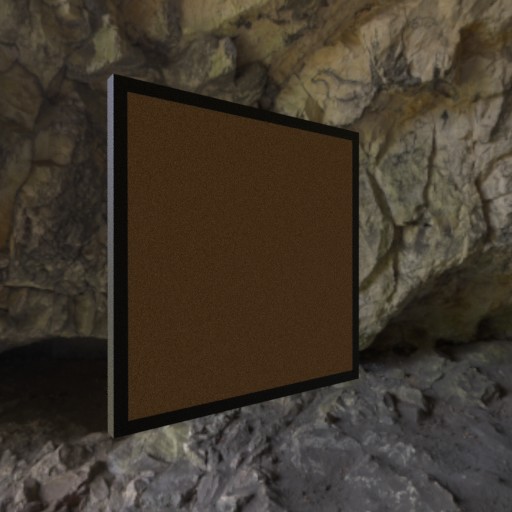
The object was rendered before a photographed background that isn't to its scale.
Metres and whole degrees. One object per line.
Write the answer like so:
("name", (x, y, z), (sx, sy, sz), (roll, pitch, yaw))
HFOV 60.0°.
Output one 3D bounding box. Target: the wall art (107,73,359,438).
("wall art", (0.000, 0.000, 1.167), (0.765, 0.765, 0.038), (0, 0, -36))
